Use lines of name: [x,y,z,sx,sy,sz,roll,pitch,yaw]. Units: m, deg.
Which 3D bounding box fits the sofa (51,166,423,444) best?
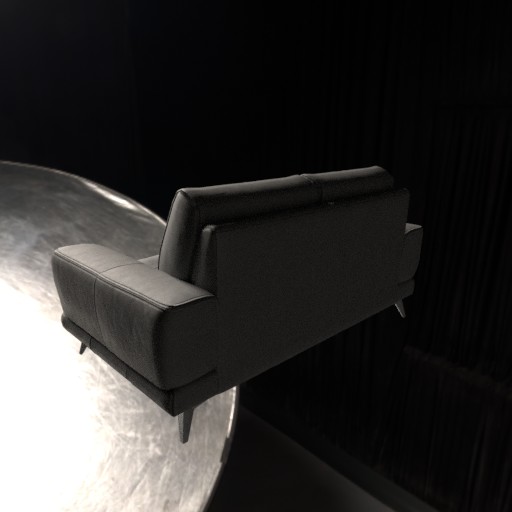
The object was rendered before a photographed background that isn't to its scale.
sofa: [0.000,0.000,2.366,1.806,0.907,1.018,-15,22,-41]
